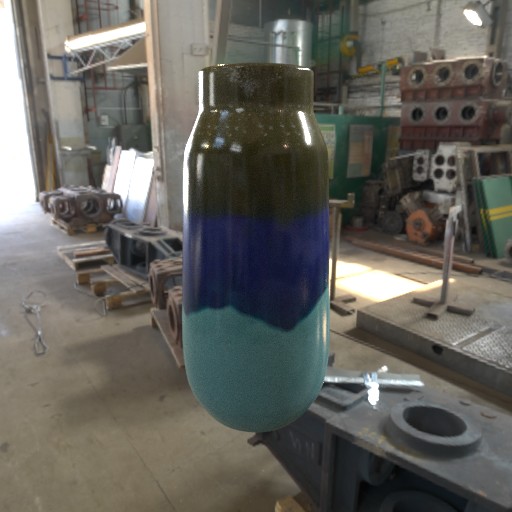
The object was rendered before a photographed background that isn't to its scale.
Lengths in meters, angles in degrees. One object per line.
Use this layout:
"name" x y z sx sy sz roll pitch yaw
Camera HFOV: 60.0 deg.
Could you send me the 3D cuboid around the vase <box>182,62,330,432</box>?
"vase" 0.000 0.000 0.401 0.139 0.313 0.139 0 16 0
